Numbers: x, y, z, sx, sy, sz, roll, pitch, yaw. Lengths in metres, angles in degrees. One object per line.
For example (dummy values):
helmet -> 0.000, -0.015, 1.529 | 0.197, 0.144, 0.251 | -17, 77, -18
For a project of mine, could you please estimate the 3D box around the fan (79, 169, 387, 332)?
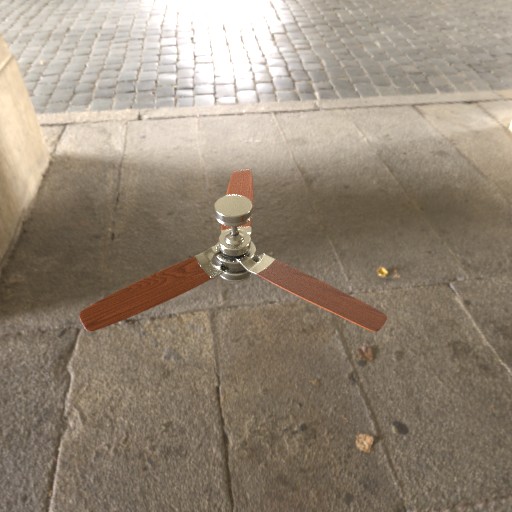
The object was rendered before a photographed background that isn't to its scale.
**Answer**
fan -> 0.000, 0.000, 2.065 | 1.271, 0.410, 1.416 | 26, 48, 26
